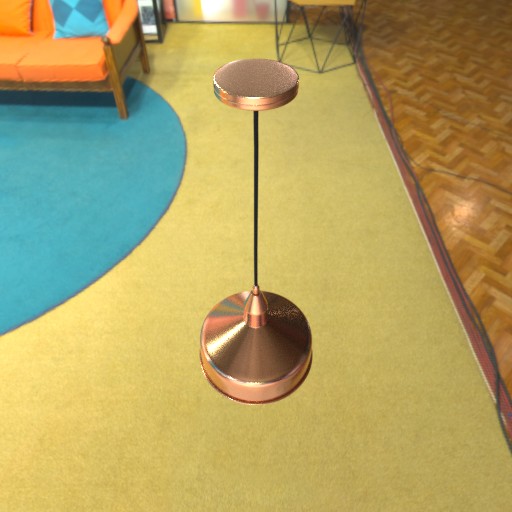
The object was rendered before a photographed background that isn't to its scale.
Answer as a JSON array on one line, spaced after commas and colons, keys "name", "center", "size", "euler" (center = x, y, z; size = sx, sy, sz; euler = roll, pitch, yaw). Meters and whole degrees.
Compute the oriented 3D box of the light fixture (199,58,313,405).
[{"name": "light fixture", "center": [0.000, 0.000, 0.910], "size": [0.301, 0.754, 0.301], "euler": [-32, 55, -26]}]
